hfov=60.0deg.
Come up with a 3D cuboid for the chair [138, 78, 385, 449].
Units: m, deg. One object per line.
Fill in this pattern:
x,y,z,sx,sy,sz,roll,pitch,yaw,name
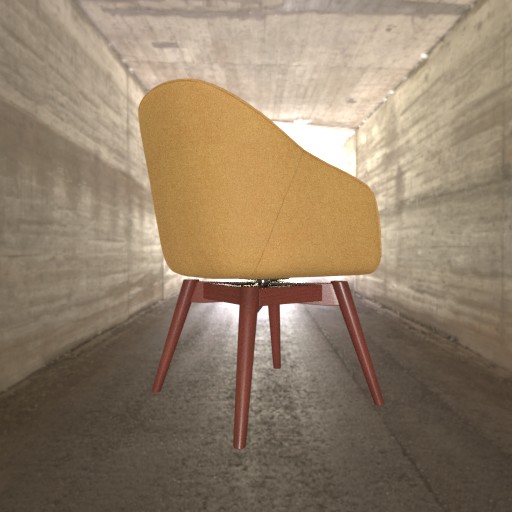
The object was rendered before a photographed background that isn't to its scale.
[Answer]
0.000,0.000,1.267,0.635,0.823,0.596,-1,1,-35,chair
